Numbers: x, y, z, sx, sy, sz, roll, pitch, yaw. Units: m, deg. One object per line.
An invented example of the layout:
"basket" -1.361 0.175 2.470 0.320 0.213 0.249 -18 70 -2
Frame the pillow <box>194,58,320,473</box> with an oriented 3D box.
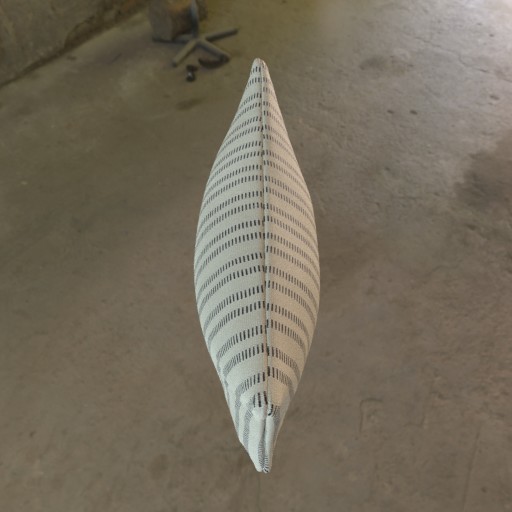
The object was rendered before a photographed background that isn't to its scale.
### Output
"pillow" 0.000 0.000 0.771 0.210 0.353 0.640 0 56 0
